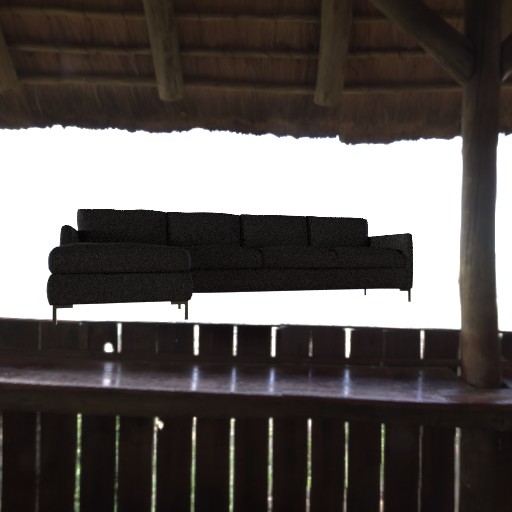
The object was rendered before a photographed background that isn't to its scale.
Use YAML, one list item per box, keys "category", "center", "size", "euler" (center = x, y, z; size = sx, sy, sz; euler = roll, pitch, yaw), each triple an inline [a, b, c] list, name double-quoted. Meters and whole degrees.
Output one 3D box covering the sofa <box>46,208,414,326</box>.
- category: "sofa"
  center: [0.000, 0.000, 3.566]
  size: [2.932, 0.810, 1.350]
  euler: [0, -1, -19]
